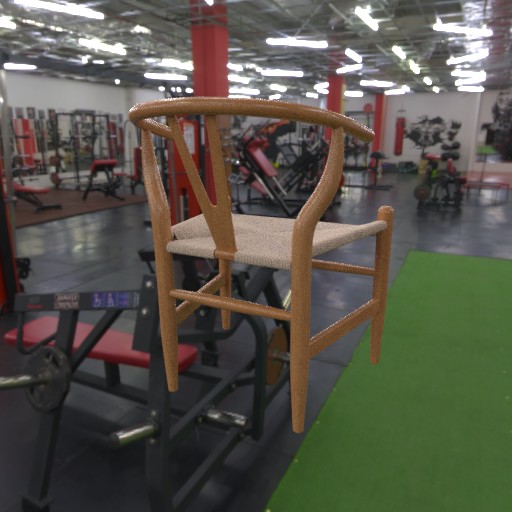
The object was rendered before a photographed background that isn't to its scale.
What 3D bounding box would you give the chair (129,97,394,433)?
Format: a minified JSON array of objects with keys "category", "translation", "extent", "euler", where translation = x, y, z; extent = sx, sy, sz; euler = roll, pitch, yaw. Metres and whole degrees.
[{"category":"chair","translation":[0.000,0.000,1.136],"extent":[0.569,0.730,0.579],"euler":[8,17,27]}]
